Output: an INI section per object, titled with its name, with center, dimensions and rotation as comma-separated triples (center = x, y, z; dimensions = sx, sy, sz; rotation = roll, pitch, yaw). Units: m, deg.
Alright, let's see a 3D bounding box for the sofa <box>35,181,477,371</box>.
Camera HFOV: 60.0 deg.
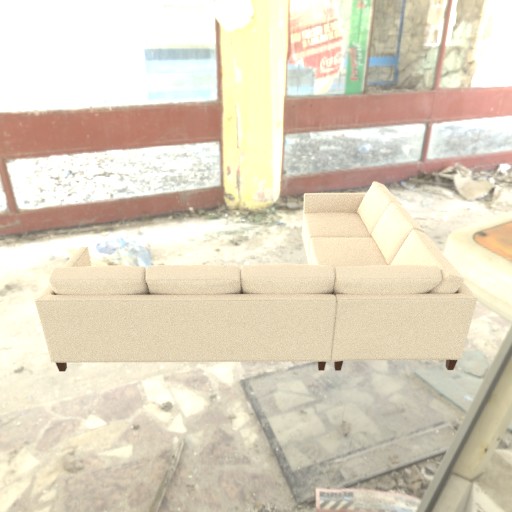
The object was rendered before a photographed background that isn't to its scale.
[sofa]
center = 0.000, 0.000, 4.344
dimensions = 3.182, 0.863, 2.432
rotation = 0, 26, 0
